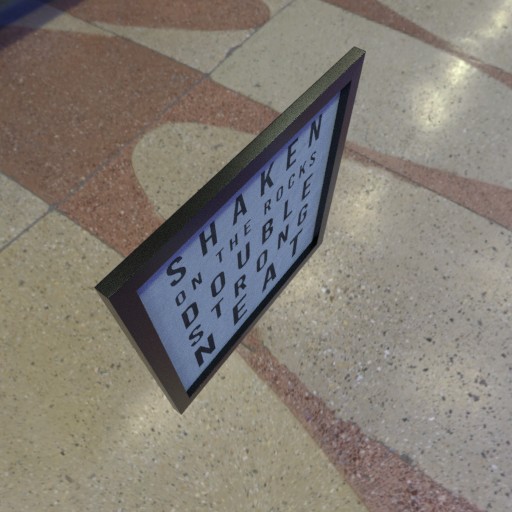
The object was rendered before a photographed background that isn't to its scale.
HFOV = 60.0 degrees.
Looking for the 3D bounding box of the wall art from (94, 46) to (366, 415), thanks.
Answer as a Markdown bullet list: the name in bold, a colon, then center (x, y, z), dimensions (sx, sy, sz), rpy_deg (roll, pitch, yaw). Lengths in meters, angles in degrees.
- **wall art**: center (0.000, 0.000, 0.524), dimensions (0.014, 0.349, 0.349), rpy_deg (33, 64, 19)
